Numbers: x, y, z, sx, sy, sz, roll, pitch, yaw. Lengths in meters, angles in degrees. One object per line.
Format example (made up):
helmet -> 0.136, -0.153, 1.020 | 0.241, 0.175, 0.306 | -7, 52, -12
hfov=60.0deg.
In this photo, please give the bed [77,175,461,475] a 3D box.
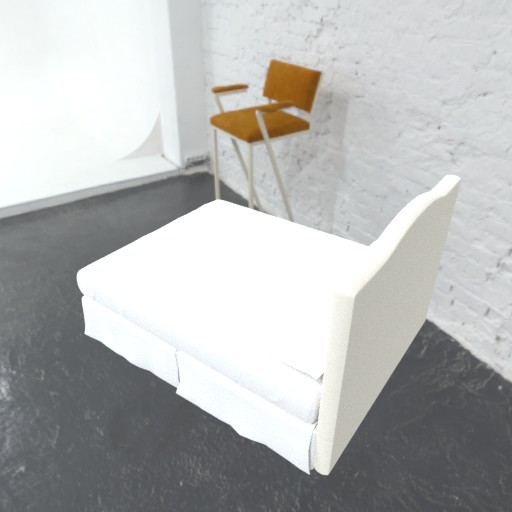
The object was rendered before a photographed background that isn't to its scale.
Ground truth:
bed -> 0.000, 0.000, 3.376 | 2.282, 1.436, 1.821 | 21, 37, 30
